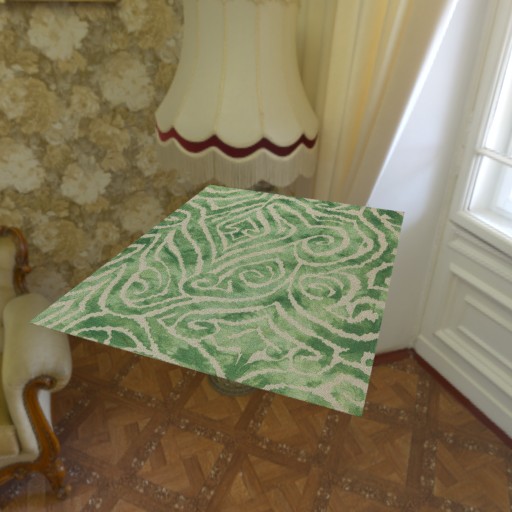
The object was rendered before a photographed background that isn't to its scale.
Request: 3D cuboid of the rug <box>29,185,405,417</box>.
[{"bbox_3d":[0.000,0.000,4.138,2.436,0.007,3.045,11,31,18],"label":"rug"}]
